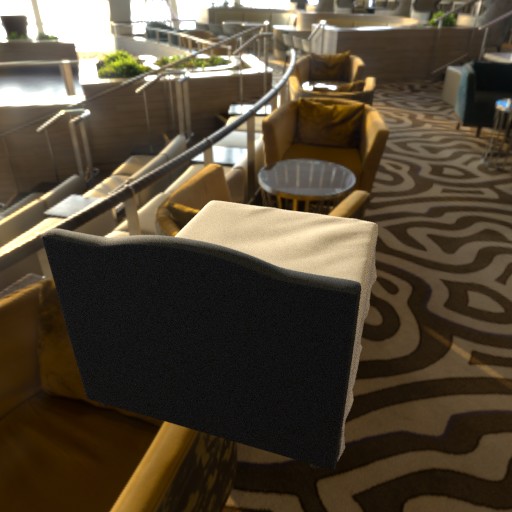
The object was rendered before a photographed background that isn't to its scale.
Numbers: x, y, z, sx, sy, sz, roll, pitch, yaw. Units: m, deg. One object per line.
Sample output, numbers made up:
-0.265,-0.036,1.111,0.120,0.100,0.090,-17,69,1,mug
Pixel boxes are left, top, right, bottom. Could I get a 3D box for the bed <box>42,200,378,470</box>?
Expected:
0.000,0.000,3.406,1.821,1.436,2.282,10,33,15,bed
